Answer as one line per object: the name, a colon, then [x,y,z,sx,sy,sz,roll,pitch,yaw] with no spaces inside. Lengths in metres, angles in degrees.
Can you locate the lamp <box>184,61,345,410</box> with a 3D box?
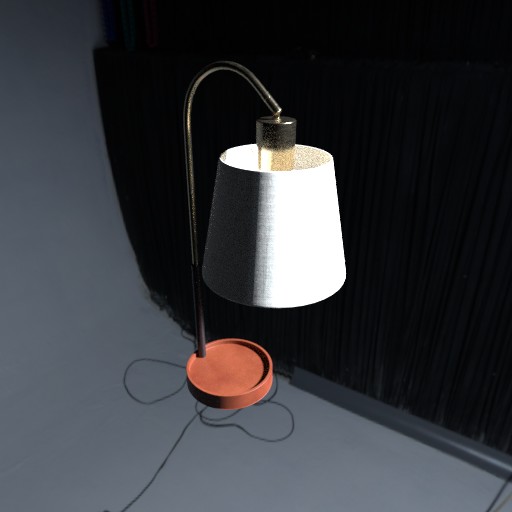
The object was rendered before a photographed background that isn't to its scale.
lamp: [0.000,0.000,0.668,0.273,0.536,0.211,17,31,30]
